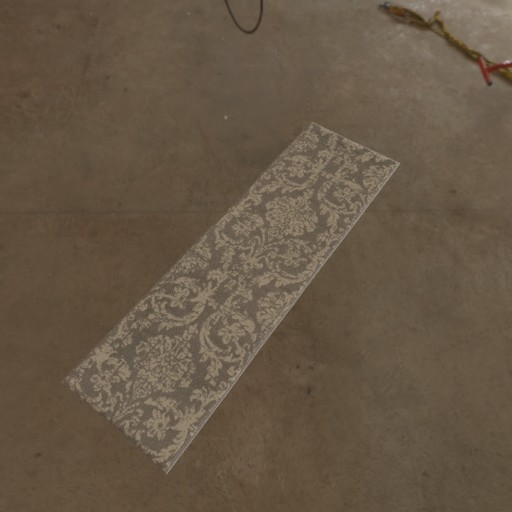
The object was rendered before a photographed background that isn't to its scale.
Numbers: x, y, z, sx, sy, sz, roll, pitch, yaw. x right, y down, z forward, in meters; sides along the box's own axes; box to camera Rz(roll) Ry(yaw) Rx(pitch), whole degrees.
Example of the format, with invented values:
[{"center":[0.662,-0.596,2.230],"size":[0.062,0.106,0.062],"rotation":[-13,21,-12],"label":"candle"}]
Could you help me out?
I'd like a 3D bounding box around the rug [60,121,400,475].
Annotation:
[{"center":[0.000,0.000,2.429],"size":[0.662,0.011,2.196],"rotation":[31,63,18],"label":"rug"}]
